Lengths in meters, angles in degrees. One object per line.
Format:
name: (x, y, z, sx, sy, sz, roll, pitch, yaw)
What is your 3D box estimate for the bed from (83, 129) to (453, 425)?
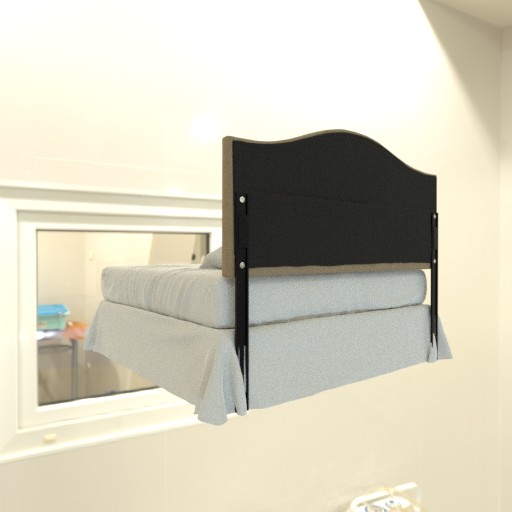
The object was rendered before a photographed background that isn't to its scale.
bed: (0.000, 0.000, 3.701, 2.311, 1.651, 2.222, 0, 1, -37)
